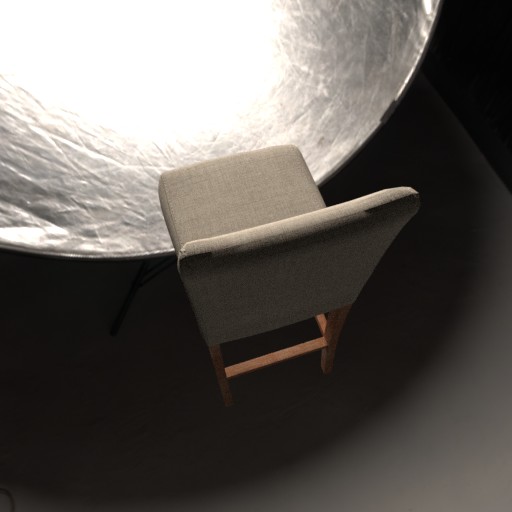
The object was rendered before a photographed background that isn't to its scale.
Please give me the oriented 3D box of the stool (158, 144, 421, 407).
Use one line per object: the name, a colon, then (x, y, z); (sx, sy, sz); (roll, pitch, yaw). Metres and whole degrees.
stool: (0.000, 0.000, 1.298); (0.454, 1.039, 0.567); (-16, 61, -9)
